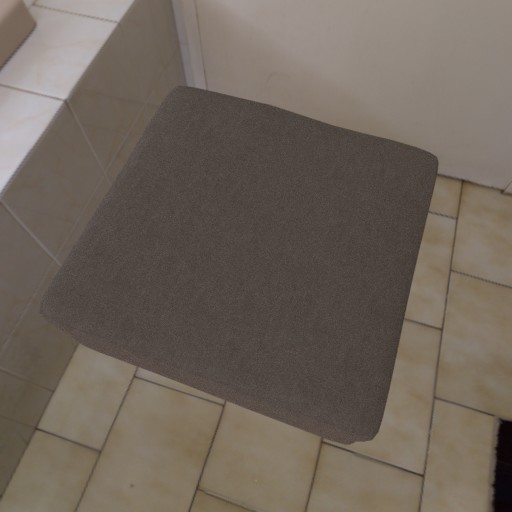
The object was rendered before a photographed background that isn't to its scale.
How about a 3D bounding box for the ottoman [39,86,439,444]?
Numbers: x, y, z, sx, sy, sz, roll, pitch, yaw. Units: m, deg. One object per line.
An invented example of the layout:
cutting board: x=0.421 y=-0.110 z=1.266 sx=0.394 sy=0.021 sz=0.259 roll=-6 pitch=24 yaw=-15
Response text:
ottoman: x=0.000 y=0.000 z=1.372 sx=0.881 sy=0.482 sz=0.861 roll=18 pitch=65 yaw=9
